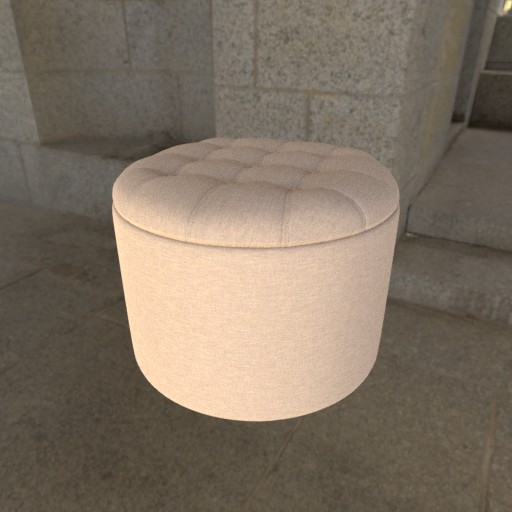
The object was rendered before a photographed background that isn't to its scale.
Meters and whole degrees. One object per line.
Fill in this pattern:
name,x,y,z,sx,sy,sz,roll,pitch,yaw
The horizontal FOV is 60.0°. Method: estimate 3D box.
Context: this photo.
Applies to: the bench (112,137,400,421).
bench,0.000,0.000,1.024,0.600,0.454,0.600,0,26,0
